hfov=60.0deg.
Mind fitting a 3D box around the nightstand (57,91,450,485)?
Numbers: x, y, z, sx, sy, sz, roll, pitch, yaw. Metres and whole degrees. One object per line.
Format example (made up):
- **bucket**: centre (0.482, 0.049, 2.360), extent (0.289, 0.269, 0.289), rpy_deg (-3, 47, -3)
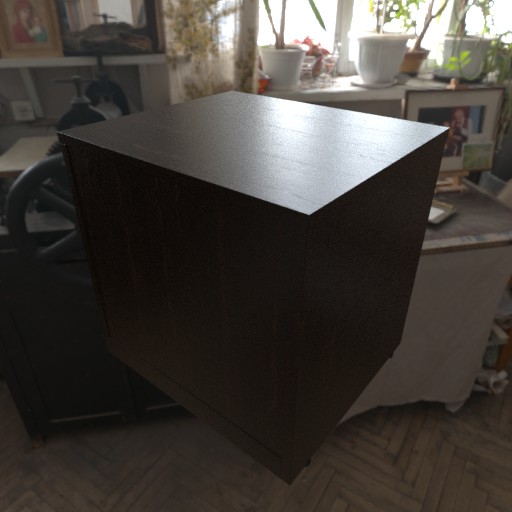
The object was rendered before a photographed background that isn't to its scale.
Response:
- **nightstand**: centre (0.000, 0.000, 0.857), extent (0.489, 0.487, 0.427), rpy_deg (23, 38, 33)
